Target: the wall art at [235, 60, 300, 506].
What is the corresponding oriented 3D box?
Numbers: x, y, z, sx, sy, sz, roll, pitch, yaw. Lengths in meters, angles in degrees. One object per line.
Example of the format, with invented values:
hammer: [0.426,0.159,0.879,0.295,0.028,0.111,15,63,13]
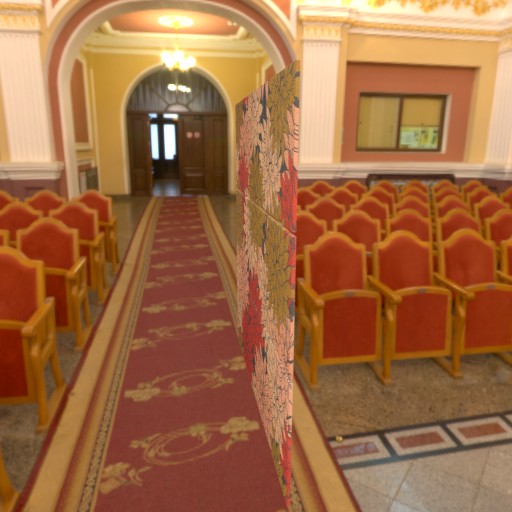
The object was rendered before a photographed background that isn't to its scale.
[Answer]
wall art: [0.000,0.000,2.181,0.013,1.534,1.519,-2,14,-9]
